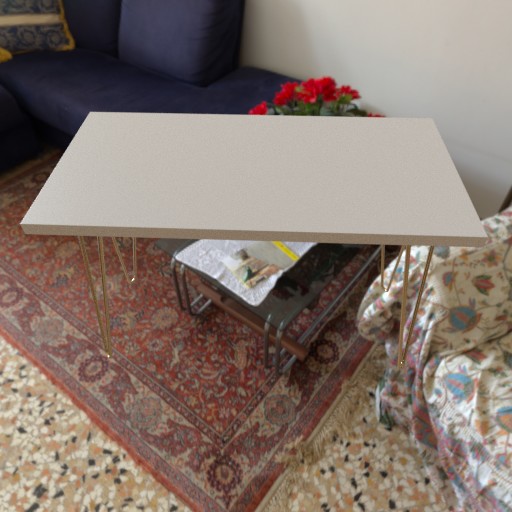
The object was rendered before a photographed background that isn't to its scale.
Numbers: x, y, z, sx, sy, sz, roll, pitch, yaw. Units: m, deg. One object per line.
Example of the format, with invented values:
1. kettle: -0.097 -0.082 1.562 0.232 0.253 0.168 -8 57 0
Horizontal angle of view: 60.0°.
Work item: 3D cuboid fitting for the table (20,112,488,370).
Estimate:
1. table: 0.000 0.000 1.345 0.991 0.660 0.498 2 46 2
